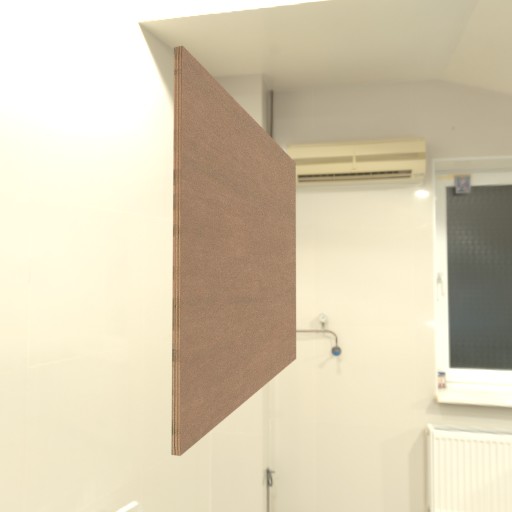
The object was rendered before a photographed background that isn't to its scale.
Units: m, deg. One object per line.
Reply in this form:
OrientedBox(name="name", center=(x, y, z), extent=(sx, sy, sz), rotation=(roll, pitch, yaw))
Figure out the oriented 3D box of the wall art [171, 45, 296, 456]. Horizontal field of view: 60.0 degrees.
OrientedBox(name="wall art", center=(0.000, 0.000, 0.683), extent=(0.010, 0.408, 0.508), rotation=(-1, -2, 18))
